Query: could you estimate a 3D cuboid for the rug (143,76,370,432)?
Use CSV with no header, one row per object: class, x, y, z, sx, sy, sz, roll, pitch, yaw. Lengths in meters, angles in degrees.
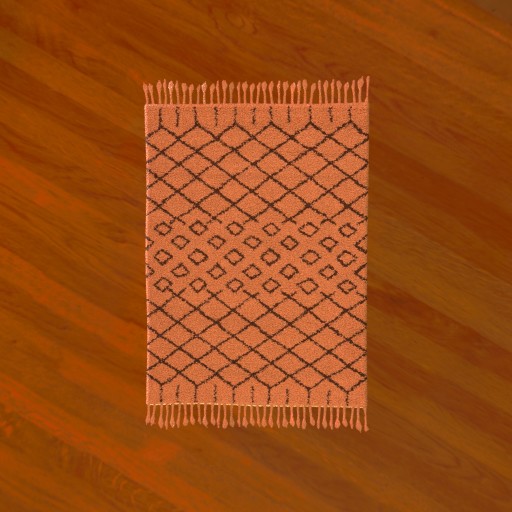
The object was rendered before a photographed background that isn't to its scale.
rug,0.000,0.000,3.262,1.664,0.029,2.615,0,91,2
